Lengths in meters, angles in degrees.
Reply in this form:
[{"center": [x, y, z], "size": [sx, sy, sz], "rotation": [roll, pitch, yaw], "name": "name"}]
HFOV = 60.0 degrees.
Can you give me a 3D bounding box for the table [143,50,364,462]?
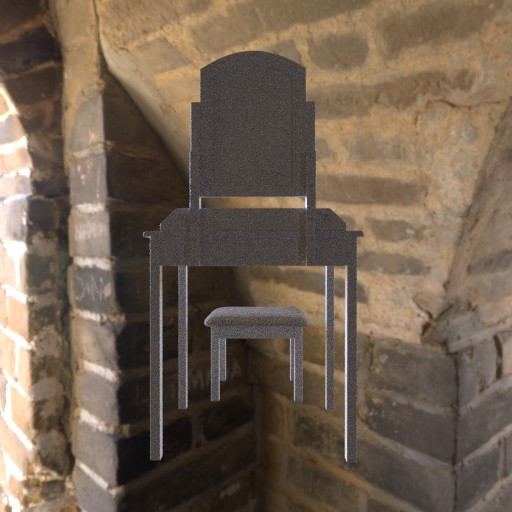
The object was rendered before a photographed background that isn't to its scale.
[{"center": [0.000, 0.000, 2.337], "size": [0.876, 1.631, 1.211], "rotation": [0, 0, 1], "name": "table"}]
